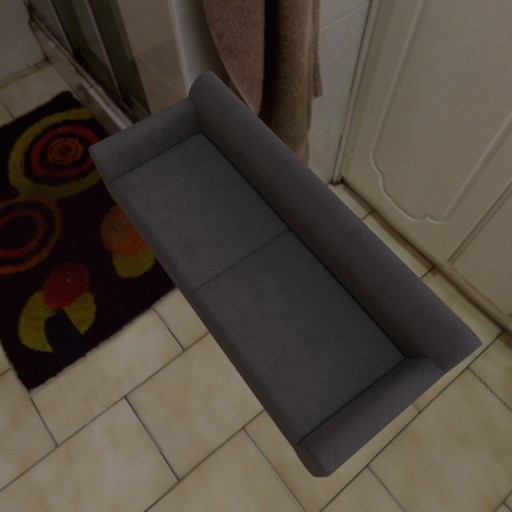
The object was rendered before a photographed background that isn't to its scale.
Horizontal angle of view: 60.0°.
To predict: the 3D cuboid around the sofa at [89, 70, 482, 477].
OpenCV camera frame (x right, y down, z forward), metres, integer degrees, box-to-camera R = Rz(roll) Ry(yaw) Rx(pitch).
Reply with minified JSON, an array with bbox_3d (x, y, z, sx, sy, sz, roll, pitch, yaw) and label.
[{"bbox_3d":[0.000,0.000,2.537,0.900,0.740,2.190,-33,67,-16],"label":"sofa"}]
